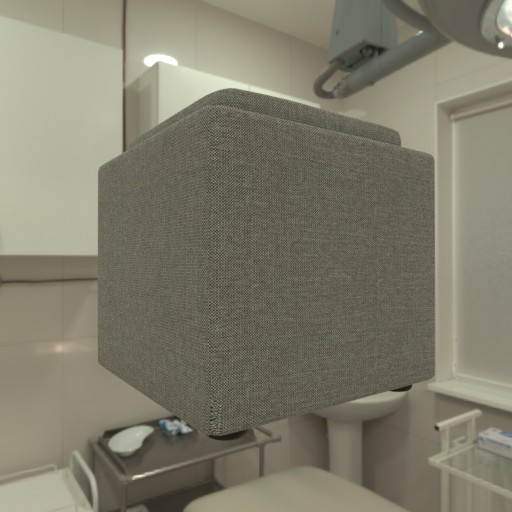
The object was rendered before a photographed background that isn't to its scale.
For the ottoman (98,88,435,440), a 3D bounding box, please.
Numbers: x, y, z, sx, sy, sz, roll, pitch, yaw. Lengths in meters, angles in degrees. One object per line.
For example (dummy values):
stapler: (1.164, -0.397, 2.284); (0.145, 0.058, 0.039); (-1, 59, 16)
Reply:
ottoman: (0.000, 0.000, 0.811); (0.450, 0.460, 0.450); (0, 0, -35)
